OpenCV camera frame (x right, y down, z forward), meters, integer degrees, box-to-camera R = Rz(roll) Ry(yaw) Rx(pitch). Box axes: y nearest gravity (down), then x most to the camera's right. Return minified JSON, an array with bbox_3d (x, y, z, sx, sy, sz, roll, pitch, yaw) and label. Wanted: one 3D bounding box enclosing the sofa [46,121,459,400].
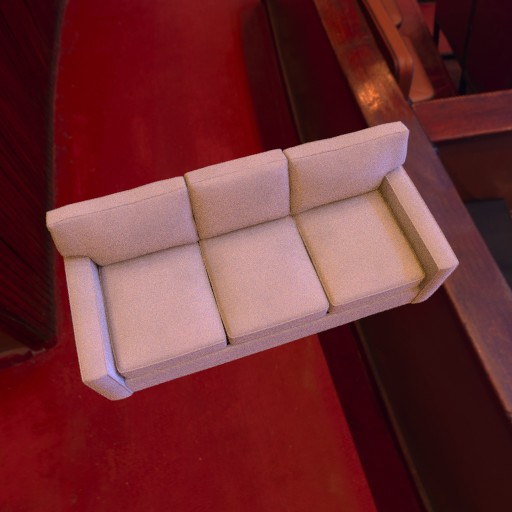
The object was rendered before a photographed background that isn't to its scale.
[{"bbox_3d":[0.000,0.000,2.609,2.088,0.862,0.935,-16,64,-8],"label":"sofa"}]
